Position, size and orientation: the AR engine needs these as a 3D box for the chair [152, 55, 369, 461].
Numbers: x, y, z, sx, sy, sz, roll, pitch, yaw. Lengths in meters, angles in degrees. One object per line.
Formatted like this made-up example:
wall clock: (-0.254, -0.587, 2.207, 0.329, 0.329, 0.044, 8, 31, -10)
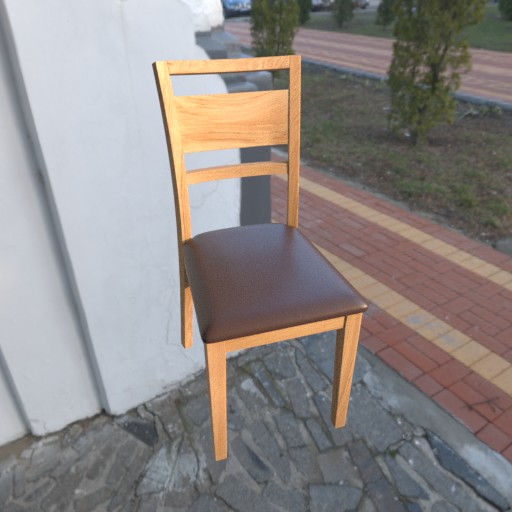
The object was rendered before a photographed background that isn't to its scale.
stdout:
chair: (0.000, 0.000, 1.212, 0.420, 0.940, 0.545, -9, 33, -14)
